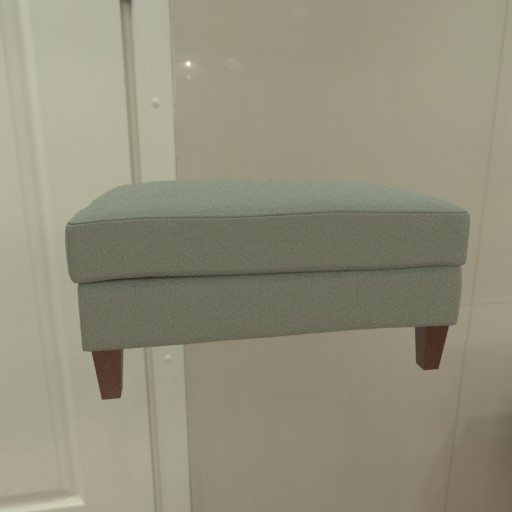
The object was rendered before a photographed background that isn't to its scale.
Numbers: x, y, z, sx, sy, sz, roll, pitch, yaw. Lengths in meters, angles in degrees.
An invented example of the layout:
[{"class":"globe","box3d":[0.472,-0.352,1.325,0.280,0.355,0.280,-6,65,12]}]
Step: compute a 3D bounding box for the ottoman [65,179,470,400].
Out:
[{"class":"ottoman","box3d":[0.000,0.000,1.461,0.991,0.494,0.842,-2,14,-10]}]
